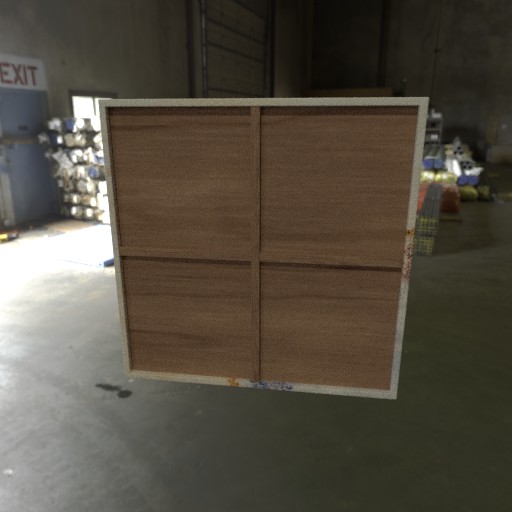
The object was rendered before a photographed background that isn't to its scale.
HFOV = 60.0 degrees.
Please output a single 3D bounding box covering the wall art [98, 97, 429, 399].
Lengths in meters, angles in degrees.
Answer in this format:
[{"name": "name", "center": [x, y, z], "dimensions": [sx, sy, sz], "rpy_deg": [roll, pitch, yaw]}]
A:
[{"name": "wall art", "center": [0.000, 0.000, 1.327], "dimensions": [0.889, 0.889, 0.038], "rpy_deg": [2, 17, 8]}]
